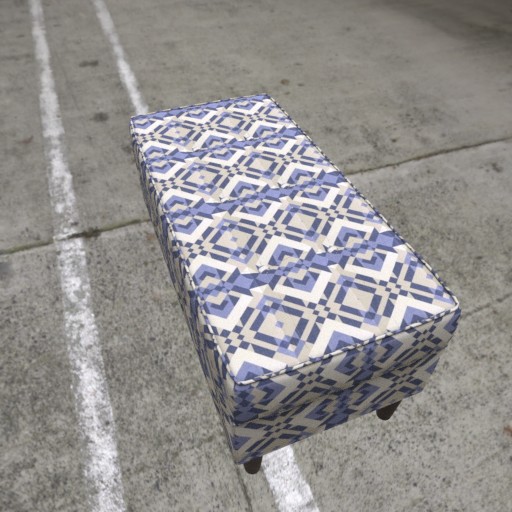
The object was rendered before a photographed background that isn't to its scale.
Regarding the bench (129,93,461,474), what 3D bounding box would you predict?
[{"bbox_3d":[0.000,0.000,1.270,0.492,0.477,1.016,-15,47,-15],"label":"bench"}]
